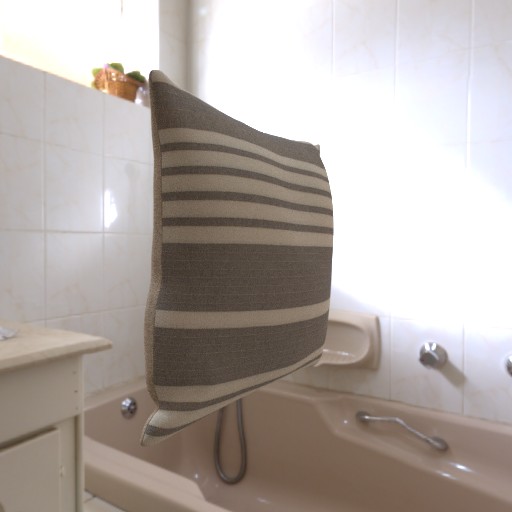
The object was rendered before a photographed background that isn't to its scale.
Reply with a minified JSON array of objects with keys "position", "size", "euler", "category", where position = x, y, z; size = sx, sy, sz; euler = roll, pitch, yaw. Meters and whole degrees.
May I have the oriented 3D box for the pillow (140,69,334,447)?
[{"position":[0.000,0.000,0.684],"size":[0.182,0.440,0.439],"euler":[1,1,35],"category":"pillow"}]
